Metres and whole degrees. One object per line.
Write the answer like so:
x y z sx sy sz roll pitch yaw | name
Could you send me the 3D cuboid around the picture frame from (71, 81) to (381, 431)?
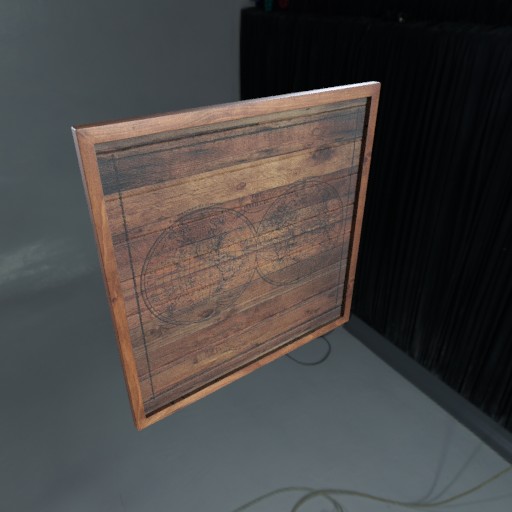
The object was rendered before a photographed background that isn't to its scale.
0.000 0.000 1.208 0.810 0.817 0.029 -20 36 -30 | picture frame
